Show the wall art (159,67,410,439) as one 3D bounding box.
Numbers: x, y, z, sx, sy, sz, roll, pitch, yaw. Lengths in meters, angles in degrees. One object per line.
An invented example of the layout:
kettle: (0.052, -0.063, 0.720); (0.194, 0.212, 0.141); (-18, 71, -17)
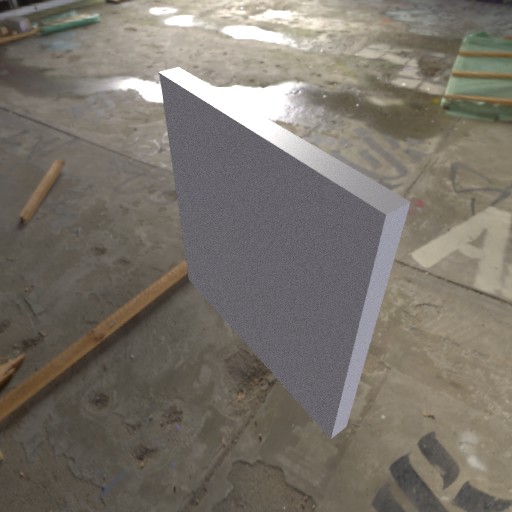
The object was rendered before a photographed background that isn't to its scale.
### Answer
wall art: (0.000, 0.000, 0.554); (0.027, 0.355, 0.355); (-27, 49, -26)
